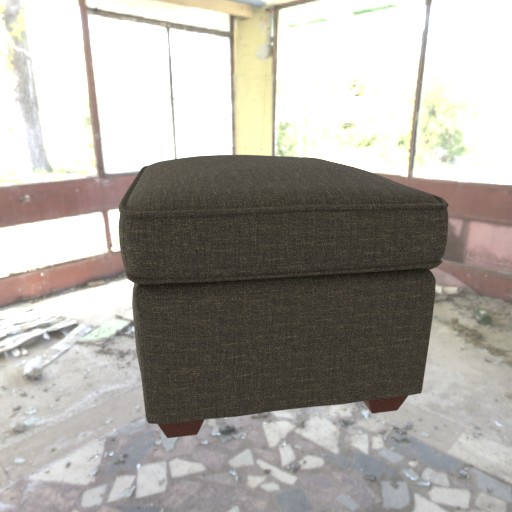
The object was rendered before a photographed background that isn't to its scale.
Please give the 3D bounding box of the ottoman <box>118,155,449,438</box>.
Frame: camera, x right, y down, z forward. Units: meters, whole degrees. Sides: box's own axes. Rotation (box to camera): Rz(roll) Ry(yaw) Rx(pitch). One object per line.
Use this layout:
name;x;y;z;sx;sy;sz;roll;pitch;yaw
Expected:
ottoman;0.000;0.000;1.062;0.549;0.450;0.749;-3;17;-10
